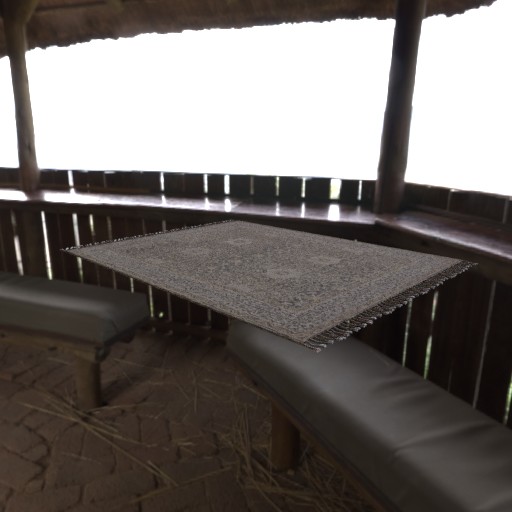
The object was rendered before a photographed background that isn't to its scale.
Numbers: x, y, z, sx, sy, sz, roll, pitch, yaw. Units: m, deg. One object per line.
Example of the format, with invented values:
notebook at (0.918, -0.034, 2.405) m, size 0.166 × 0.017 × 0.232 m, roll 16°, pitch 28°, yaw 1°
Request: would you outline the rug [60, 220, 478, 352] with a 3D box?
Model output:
rug at (0.000, 0.000, 4.293) m, size 3.291 × 0.017 × 2.431 m, roll 14°, pitch 20°, yaw 42°
